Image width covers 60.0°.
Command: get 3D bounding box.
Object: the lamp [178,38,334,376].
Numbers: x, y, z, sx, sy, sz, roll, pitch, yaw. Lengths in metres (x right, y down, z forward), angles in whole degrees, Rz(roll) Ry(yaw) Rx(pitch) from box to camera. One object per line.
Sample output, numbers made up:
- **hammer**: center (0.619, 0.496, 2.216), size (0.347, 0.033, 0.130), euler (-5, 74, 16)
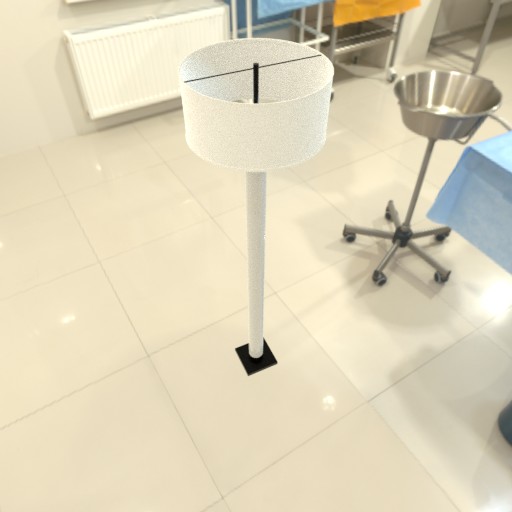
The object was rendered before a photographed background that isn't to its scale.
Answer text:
- **lamp**: center (0.000, 0.000, 1.714), size (0.420, 1.475, 0.420), euler (-19, 49, -17)
